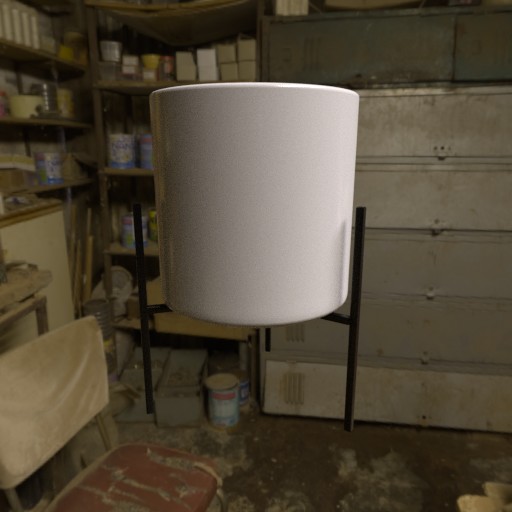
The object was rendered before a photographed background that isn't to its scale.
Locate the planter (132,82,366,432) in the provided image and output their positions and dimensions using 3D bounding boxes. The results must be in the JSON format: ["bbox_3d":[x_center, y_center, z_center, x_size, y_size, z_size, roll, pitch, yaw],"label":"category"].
[{"bbox_3d":[0.000,0.000,0.524,0.239,0.356,0.239,2,14,10],"label":"planter"}]
